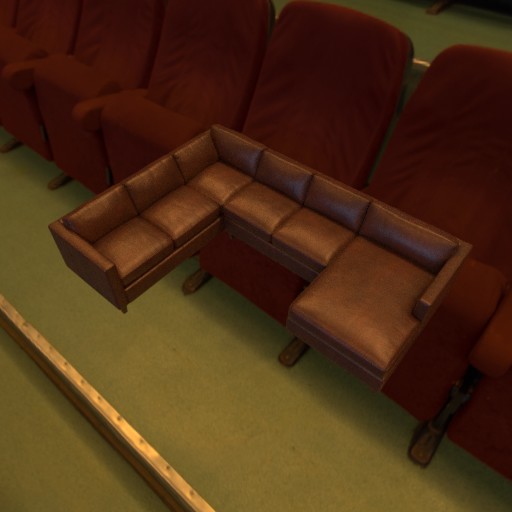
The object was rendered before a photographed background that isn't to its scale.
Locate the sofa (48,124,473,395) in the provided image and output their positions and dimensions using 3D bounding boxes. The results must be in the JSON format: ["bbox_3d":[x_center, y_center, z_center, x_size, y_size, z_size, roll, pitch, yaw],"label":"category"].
[{"bbox_3d":[0.000,0.000,4.484,3.324,0.891,2.452,32,55,26],"label":"sofa"}]
